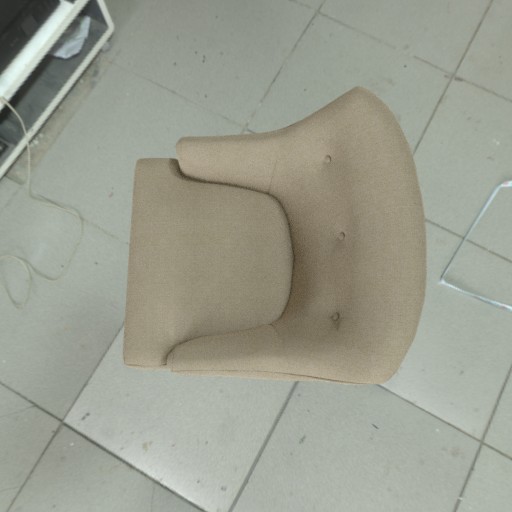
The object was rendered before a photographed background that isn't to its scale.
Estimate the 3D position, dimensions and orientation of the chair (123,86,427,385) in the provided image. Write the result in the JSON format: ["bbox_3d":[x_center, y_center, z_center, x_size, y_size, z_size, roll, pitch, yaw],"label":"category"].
[{"bbox_3d":[0.000,0.000,1.577,0.923,0.856,0.864,0,76,0],"label":"chair"}]
